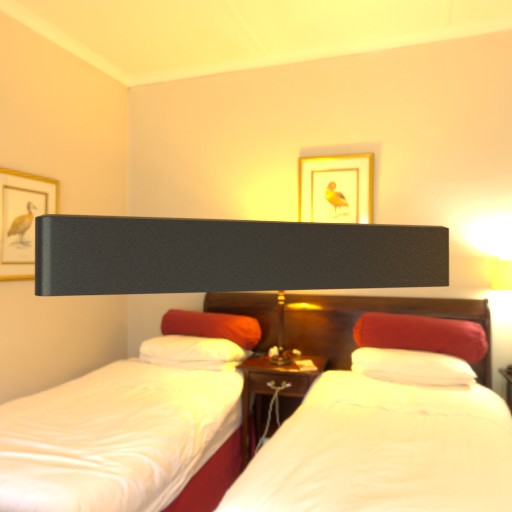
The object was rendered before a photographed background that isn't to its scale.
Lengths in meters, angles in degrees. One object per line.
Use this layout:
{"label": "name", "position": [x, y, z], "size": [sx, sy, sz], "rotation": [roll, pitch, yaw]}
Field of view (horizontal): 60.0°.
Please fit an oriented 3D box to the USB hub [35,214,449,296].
{"label": "USB hub", "position": [0.000, 0.000, 0.166], "size": [0.145, 0.023, 0.044], "rotation": [0, 0, -19]}
